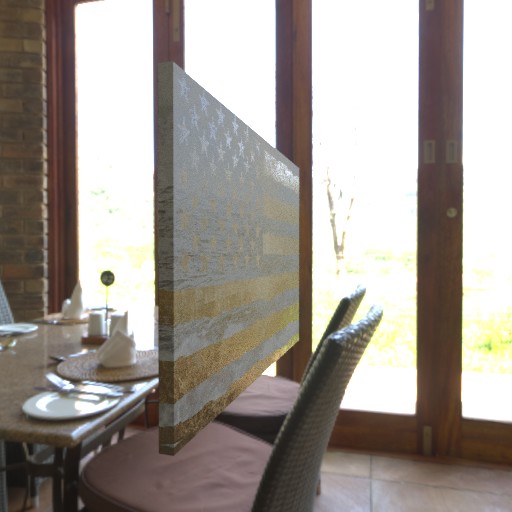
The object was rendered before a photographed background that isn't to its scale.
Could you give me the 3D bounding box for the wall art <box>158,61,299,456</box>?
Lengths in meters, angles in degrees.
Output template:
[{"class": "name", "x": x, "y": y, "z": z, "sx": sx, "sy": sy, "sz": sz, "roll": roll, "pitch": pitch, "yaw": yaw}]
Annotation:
[{"class": "wall art", "x": 0.000, "y": 0.000, "z": 1.133, "sx": 0.027, "sy": 0.610, "sz": 0.932, "roll": 0, "pitch": 1, "yaw": 17}]
